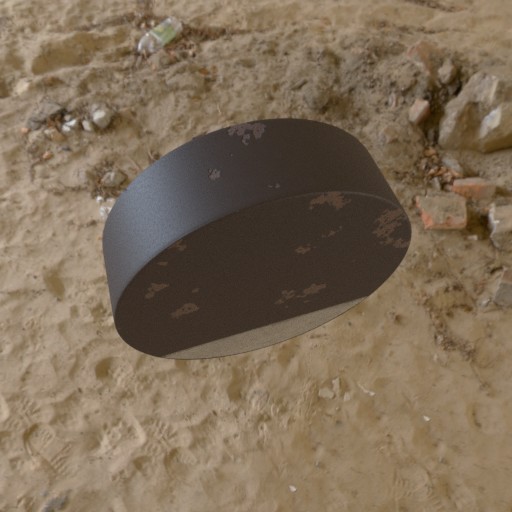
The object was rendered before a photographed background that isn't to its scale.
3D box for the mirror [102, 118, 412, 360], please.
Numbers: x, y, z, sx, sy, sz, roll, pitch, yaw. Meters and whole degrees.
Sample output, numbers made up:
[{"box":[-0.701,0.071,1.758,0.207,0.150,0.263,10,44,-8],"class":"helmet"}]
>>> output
[{"box":[0.000,0.000,0.600,0.386,0.386,0.126,-15,60,-9],"class":"mirror"}]
